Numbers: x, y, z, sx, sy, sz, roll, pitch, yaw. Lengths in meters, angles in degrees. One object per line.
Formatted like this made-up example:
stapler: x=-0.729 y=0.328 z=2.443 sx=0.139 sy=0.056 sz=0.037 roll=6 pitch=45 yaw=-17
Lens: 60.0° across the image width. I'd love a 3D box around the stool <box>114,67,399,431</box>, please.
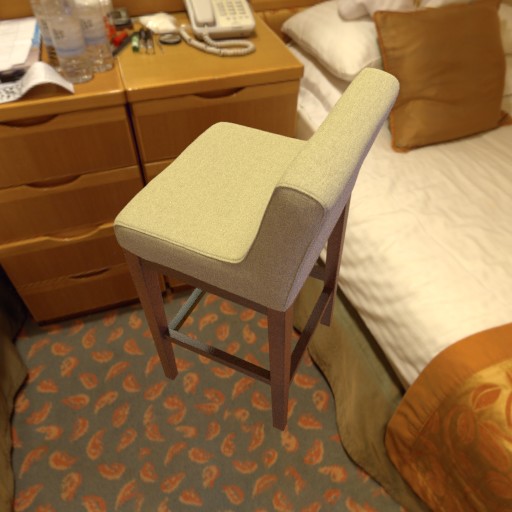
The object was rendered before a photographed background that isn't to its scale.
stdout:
stool: x=0.000 y=0.000 z=1.231 sx=0.500 sy=0.937 sz=0.511 roll=19 pitch=48 yaw=18
